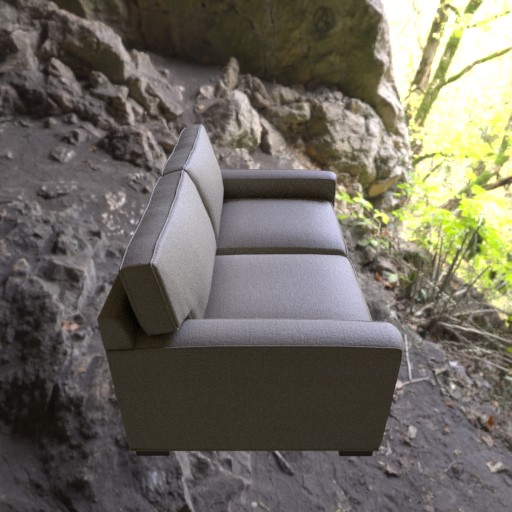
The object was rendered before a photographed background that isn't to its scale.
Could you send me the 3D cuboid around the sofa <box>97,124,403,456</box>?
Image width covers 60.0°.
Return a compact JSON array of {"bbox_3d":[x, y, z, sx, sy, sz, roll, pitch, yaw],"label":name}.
[{"bbox_3d":[0.000,0.000,2.050,0.940,0.853,1.484,0,32,0],"label":"sofa"}]
